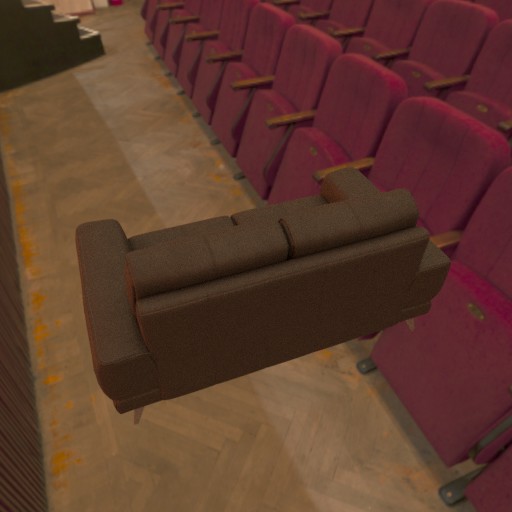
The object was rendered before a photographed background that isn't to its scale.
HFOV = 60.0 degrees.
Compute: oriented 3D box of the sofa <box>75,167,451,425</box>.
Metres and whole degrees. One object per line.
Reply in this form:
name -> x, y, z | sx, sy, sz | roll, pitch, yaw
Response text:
sofa -> 0.000, 0.000, 2.405 | 1.806, 0.907, 1.018 | -14, 44, -15
